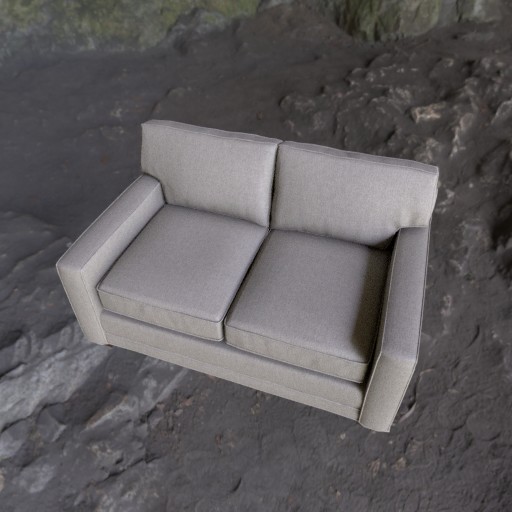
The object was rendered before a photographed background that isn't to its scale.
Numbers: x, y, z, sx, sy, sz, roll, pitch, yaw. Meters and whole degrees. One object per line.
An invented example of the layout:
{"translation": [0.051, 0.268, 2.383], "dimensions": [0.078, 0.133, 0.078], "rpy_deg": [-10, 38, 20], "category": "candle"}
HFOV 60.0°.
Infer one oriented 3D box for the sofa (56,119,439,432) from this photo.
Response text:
{"translation": [0.000, 0.000, 2.076], "dimensions": [1.484, 0.853, 0.940], "rpy_deg": [13, 44, 14], "category": "sofa"}
